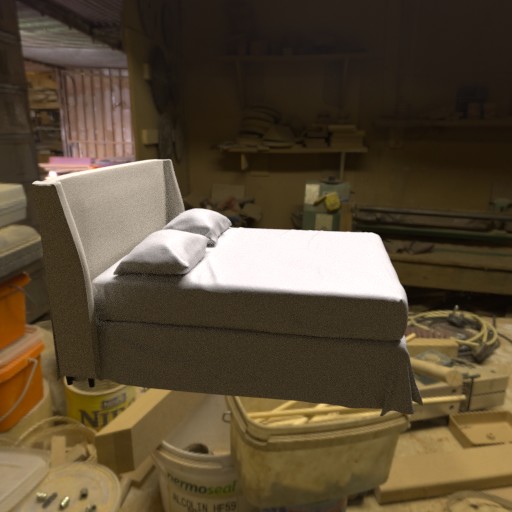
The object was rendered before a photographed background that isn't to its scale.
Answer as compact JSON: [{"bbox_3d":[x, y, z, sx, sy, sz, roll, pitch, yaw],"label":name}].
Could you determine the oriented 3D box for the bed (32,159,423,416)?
[{"bbox_3d":[0.000,0.000,3.386,2.276,1.332,1.925,3,16,9],"label":"bed"}]
